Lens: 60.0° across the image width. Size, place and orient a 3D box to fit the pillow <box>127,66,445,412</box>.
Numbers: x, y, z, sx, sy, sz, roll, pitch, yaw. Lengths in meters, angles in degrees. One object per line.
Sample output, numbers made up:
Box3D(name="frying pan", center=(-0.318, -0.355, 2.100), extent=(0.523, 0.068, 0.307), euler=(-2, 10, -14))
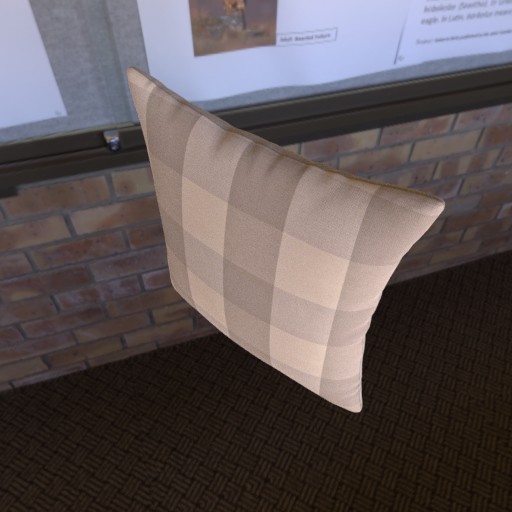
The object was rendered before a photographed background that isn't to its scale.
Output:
Box3D(name="pillow", center=(0.000, 0.000, 0.756), extent=(0.511, 0.509, 0.161), euler=(31, 54, 26))
